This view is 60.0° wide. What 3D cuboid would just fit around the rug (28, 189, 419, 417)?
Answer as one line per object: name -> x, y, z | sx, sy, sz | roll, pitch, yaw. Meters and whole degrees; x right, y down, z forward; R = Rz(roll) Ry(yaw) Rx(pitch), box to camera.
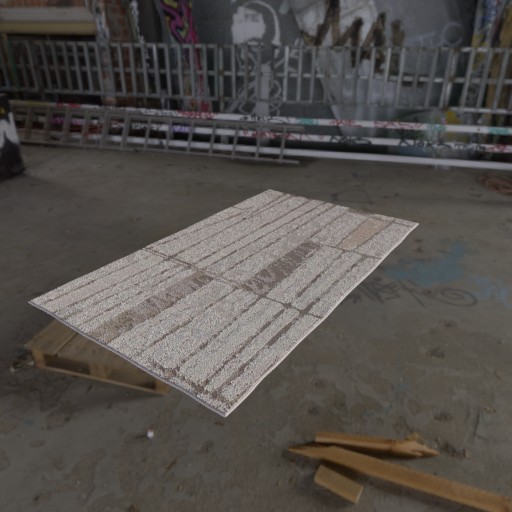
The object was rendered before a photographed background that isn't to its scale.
rug -> 0.000, 0.000, 1.073 | 0.515, 0.007, 0.867 | 18, 32, 31
